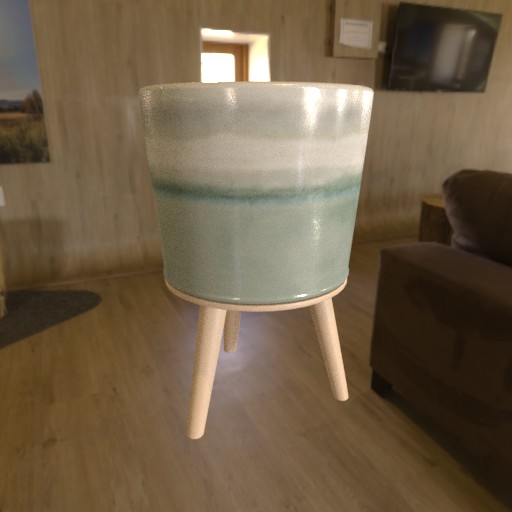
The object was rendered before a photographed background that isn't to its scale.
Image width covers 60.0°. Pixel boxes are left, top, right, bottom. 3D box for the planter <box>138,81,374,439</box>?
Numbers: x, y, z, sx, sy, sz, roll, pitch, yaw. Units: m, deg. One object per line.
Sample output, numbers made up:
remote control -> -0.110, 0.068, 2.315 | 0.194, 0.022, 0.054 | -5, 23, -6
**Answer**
planter -> 0.000, 0.000, 0.573 | 0.265, 0.404, 0.265 | -3, 18, -8
